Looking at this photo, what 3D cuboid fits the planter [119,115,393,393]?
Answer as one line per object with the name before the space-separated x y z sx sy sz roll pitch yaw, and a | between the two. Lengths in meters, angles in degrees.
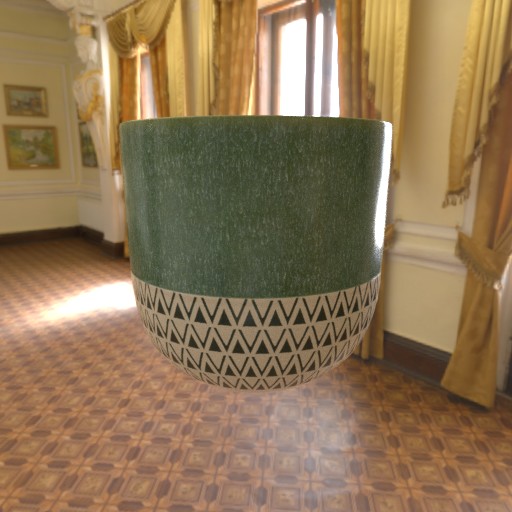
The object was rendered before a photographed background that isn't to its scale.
planter | 0.000 0.000 0.479 0.266 0.270 0.266 0 13 0
